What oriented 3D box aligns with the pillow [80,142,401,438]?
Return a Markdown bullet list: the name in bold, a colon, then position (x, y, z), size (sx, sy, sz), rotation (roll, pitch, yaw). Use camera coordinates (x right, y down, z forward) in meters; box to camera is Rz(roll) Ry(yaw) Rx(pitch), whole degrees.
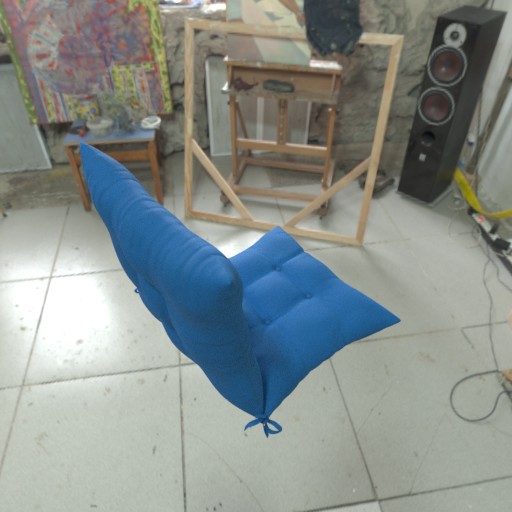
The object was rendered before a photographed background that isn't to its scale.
- **pillow**: position (0.000, 0.000, 1.028), size (0.585, 0.536, 0.541), rotation (-28, 49, -27)
